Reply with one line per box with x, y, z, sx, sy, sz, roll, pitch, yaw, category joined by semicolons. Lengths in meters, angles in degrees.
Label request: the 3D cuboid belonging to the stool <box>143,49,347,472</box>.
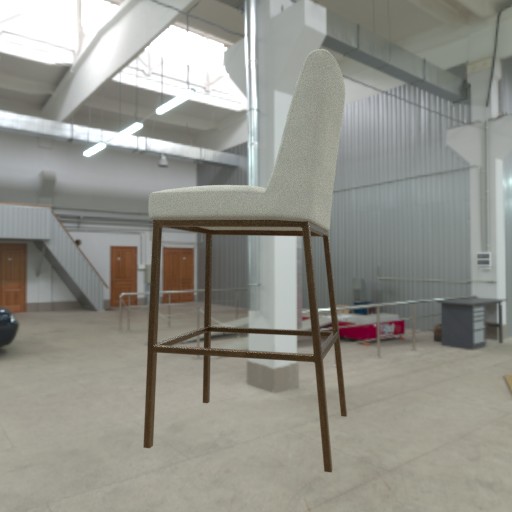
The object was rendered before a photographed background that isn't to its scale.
0.000;0.000;1.394;0.546;1.084;0.462;0;-1;17;stool
